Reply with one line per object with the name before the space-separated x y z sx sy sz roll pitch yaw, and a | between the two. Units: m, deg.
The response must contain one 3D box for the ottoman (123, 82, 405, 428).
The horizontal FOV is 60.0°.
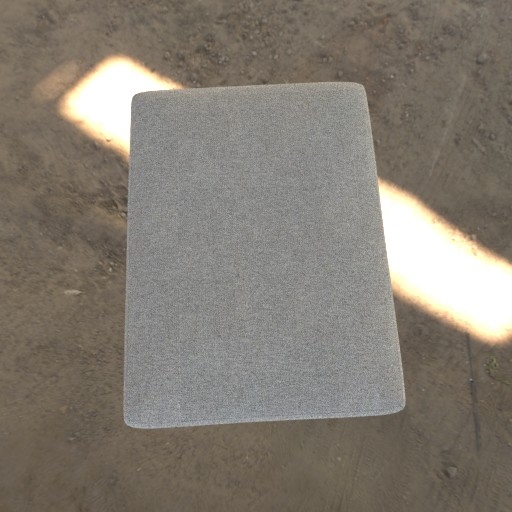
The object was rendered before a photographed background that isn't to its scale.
ottoman | 0.000 0.000 1.199 0.611 0.441 0.821 -3 75 -1
